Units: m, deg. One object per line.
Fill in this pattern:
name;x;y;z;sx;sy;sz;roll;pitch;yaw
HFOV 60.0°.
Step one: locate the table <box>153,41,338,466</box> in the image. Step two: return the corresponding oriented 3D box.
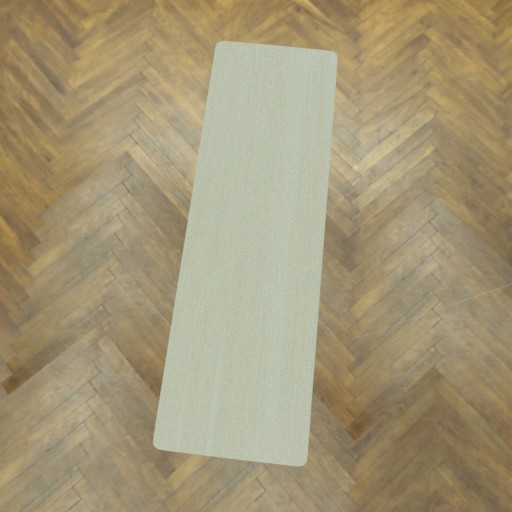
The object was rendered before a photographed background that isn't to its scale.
table;0.000;0.000;1.798;0.446;0.750;1.397;6;75;2
